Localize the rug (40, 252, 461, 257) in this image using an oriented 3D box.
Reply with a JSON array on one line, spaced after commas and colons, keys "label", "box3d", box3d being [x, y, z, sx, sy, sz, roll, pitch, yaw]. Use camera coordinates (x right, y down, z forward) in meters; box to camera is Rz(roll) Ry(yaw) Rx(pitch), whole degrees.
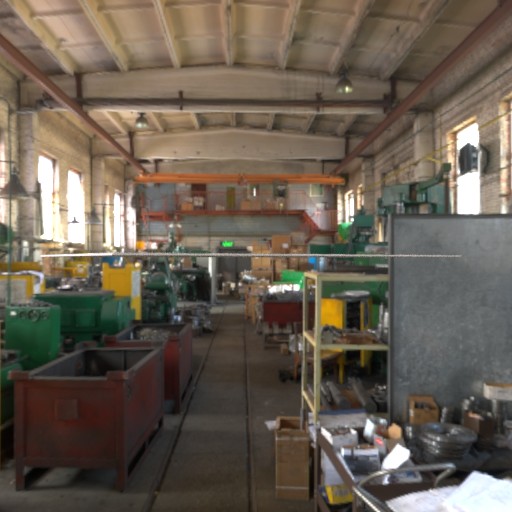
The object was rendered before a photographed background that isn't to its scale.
[{"label": "rug", "box3d": [0.000, 0.000, 3.023, 2.431, 0.012, 1.536, 0, 0, -35]}]
